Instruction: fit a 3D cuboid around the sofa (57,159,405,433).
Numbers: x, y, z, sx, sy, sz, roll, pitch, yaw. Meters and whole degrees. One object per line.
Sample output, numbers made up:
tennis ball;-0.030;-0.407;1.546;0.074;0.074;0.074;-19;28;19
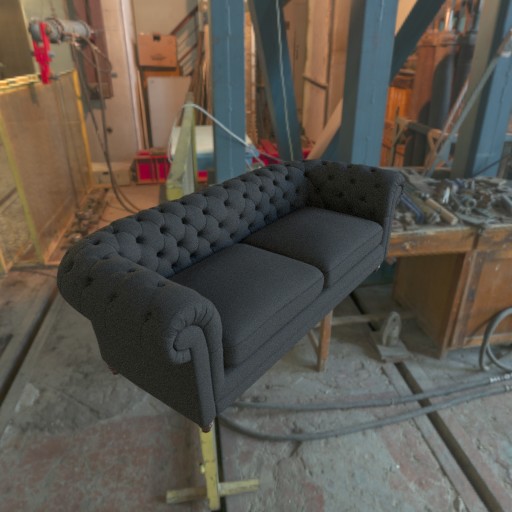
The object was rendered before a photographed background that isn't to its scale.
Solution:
sofa;0.000;0.000;2.720;0.991;0.762;2.362;18;32;32
